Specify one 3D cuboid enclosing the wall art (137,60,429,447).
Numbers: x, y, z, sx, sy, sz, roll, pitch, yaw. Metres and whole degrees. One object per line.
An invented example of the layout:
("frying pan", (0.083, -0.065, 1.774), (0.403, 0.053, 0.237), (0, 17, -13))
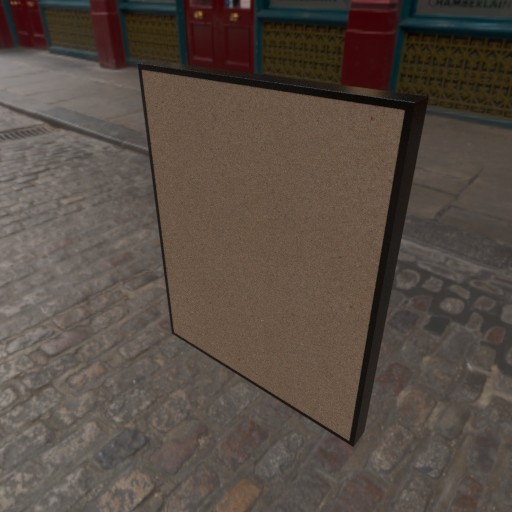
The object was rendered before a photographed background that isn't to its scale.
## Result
("wall art", (0.000, 0.000, 0.726), (0.448, 0.551, 0.038), (23, 38, 33))
